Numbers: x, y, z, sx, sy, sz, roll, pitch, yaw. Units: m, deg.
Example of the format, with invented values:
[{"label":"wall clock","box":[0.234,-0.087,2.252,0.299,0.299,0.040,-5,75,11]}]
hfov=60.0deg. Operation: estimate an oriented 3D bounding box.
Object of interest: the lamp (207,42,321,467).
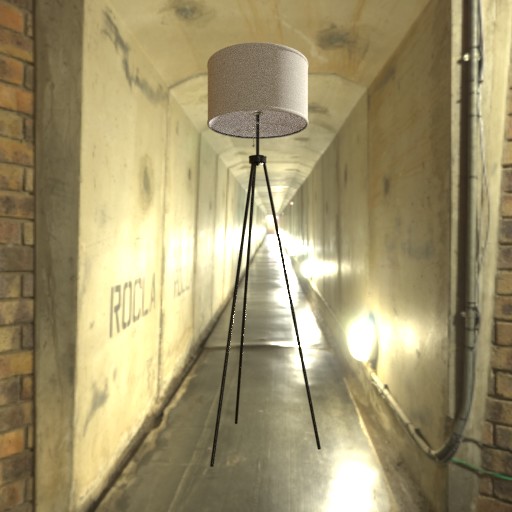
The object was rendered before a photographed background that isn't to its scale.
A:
[{"label":"lamp","box":[0.000,0.000,1.782,0.448,1.545,0.458,0,0,34]}]
